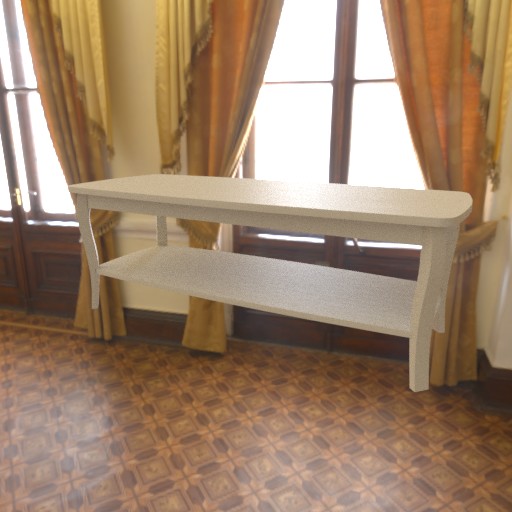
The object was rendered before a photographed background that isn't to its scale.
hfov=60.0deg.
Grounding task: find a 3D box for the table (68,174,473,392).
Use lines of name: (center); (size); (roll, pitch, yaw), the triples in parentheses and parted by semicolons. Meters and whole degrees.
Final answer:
table: (0.000, 0.000, 1.571); (1.334, 0.474, 0.561); (8, 18, 27)
